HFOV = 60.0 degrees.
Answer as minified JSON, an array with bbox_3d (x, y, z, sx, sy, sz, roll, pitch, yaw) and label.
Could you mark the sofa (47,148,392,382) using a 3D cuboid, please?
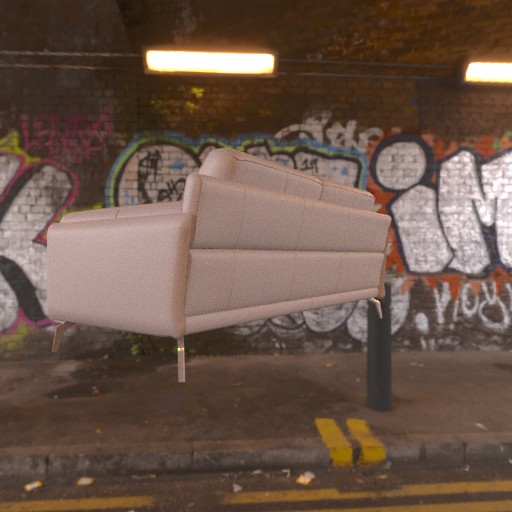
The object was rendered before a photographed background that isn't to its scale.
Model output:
[{"bbox_3d":[0.000,0.000,2.630,1.049,0.930,2.101,0,0,36],"label":"sofa"}]
